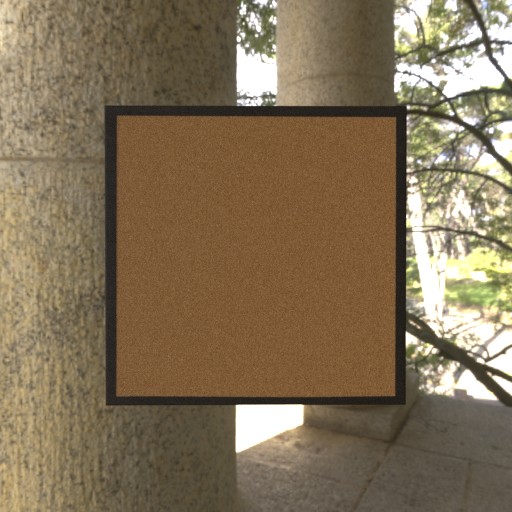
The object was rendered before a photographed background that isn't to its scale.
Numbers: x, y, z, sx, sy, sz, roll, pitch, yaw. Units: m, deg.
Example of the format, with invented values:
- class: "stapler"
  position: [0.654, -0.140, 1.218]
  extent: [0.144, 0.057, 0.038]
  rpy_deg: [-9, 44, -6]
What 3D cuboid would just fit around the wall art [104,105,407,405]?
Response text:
- class: "wall art"
  position: [0.000, 0.000, 1.037]
  extent: [0.695, 0.691, 0.029]
  rpy_deg: [0, 1, 0]
